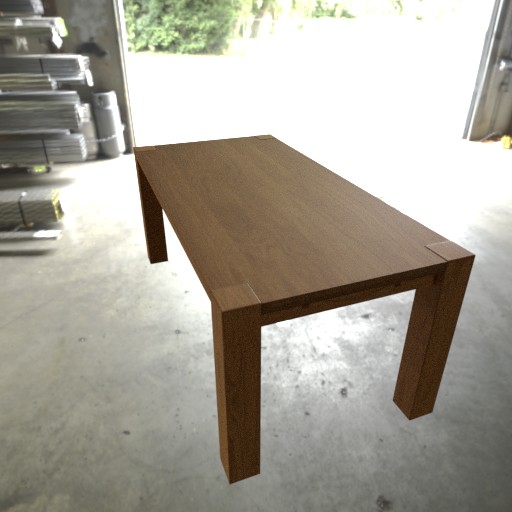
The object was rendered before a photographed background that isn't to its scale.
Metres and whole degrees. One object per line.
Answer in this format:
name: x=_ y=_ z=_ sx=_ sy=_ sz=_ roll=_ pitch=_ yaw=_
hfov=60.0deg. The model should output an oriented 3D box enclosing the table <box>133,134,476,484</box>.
table: x=0.000 y=0.000 z=2.276 sx=0.900 sy=0.760 sz=1.800 roll=-11 pitch=31 yaw=-18
